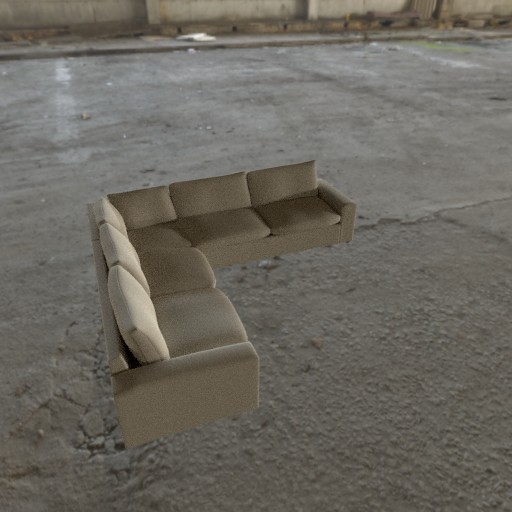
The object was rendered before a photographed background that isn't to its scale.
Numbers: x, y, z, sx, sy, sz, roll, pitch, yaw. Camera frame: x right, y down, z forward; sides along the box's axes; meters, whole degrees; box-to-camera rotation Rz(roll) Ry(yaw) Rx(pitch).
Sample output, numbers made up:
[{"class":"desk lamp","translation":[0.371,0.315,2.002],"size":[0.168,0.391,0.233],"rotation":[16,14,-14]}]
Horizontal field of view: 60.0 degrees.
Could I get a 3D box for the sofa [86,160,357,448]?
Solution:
[{"class":"sofa","translation":[0.000,0.000,4.704],"size":[3.206,0.918,3.066],"rotation":[-11,33,-18]}]
